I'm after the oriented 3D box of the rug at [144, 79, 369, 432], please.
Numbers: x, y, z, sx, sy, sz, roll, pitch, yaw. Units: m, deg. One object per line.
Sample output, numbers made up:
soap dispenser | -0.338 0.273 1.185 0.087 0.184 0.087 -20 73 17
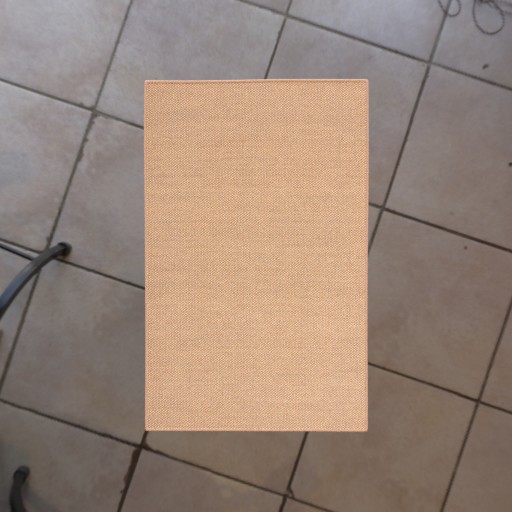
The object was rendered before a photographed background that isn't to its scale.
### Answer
rug | 0.000 0.000 2.110 1.067 0.013 1.676 0 90 0
